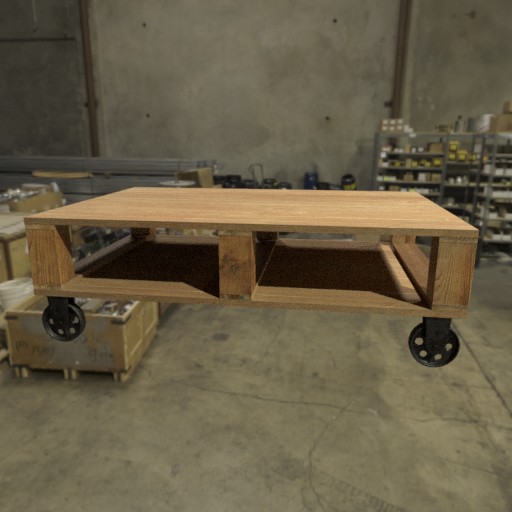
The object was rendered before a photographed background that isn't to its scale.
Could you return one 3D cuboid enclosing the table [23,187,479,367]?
[{"bbox_3d":[0.000,0.000,1.697,1.299,0.413,0.827,2,15,8],"label":"table"}]
